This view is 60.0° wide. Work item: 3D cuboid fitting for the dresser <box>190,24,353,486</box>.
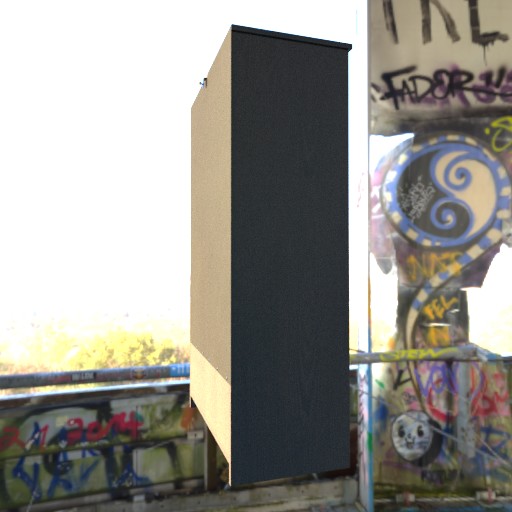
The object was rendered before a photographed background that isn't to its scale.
[{"bbox_3d":[0.000,0.000,1.586,0.418,1.254,0.704,0,-1,-18],"label":"dresser"}]
